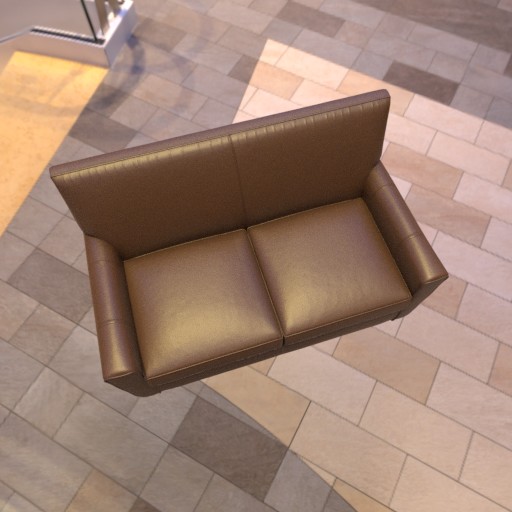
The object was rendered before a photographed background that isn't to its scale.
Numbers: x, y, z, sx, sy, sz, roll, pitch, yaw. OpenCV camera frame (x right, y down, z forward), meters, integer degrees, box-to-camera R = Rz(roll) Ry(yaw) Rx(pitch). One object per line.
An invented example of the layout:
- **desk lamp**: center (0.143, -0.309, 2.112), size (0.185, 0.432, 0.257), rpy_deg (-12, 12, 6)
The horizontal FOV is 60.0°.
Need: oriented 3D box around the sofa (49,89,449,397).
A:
- **sofa**: center (0.000, 0.000, 2.059), size (1.468, 0.859, 0.853), rpy_deg (-16, 64, -8)
